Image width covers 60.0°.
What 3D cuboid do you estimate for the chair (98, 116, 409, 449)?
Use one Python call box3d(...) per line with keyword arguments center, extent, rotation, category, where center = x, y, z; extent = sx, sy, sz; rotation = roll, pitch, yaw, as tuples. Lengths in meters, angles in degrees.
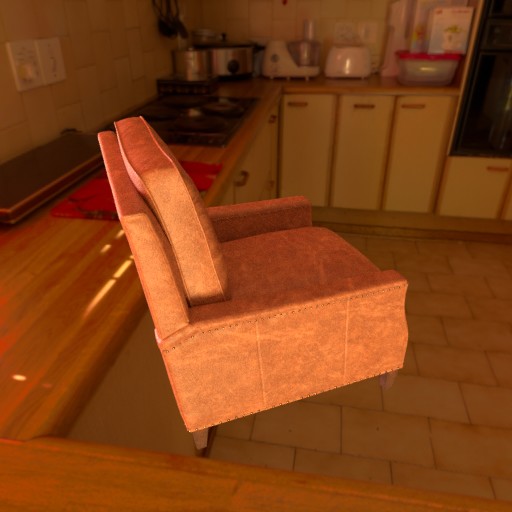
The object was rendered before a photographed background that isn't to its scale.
box3d(center=(0.000, 0.000, 1.805), extent=(1.035, 1.054, 0.854), rotation=(-11, 32, -18), category="chair")
